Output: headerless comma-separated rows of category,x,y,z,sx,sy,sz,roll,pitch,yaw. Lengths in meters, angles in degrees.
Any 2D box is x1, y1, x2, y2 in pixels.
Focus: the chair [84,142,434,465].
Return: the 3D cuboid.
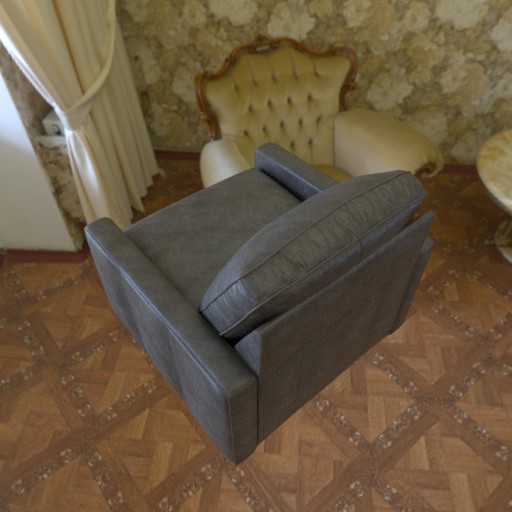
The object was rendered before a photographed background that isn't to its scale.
chair,0.000,0.000,1.764,1.006,0.916,0.939,-31,53,-27
